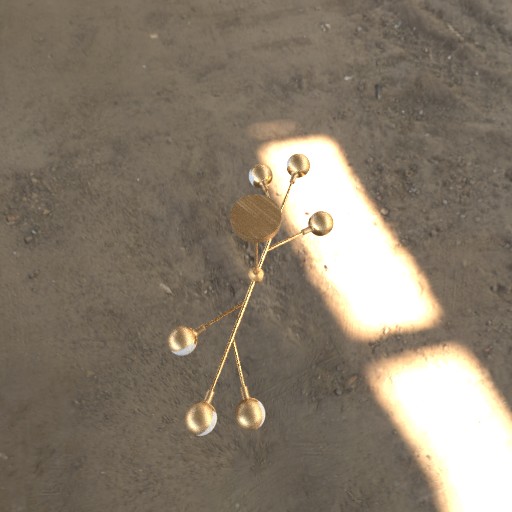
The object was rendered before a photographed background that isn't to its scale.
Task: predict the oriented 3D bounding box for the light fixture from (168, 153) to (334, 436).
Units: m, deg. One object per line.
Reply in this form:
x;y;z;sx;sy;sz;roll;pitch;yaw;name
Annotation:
0.000;0.000;1.035;0.434;0.362;0.778;33;68;15;light fixture
